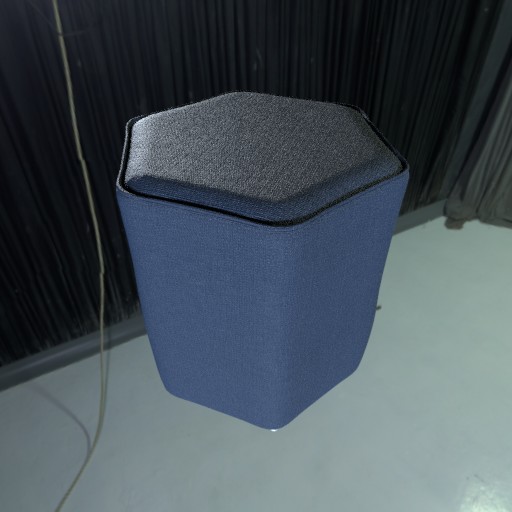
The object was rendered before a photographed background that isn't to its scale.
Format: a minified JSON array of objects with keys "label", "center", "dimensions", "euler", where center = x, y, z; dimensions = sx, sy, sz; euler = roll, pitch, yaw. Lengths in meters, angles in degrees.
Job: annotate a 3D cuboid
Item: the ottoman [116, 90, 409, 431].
[{"label":"ottoman","center":[0.000,0.000,0.877],"dimensions":[0.492,0.505,0.454],"euler":[-24,45,-26]}]
